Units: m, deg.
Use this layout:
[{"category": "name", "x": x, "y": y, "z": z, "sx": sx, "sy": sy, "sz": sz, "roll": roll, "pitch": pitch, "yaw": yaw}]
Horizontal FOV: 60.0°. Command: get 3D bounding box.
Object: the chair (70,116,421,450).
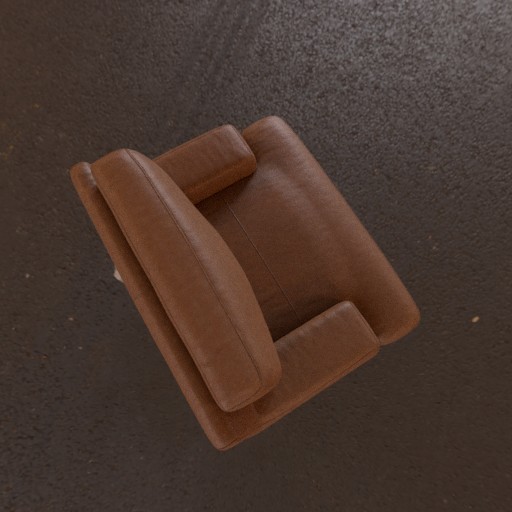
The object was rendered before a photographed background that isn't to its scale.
[{"category": "chair", "x": 0.000, "y": 0.000, "z": 1.988, "sx": 1.050, "sy": 0.978, "sz": 1.276, "roll": -30, "pitch": 75, "yaw": -9}]
